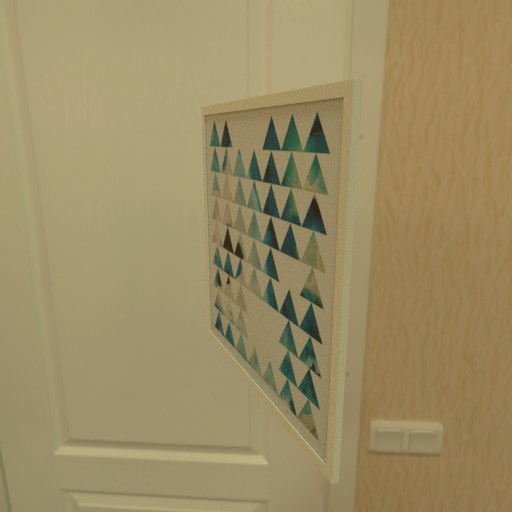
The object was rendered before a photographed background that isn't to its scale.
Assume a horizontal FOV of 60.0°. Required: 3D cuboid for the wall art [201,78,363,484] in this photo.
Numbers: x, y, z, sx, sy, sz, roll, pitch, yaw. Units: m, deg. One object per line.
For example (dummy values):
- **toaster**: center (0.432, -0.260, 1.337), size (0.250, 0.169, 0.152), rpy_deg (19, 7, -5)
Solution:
- **wall art**: center (0.000, 0.000, 0.825), size (0.012, 0.557, 0.557), rpy_deg (-7, 17, -24)
